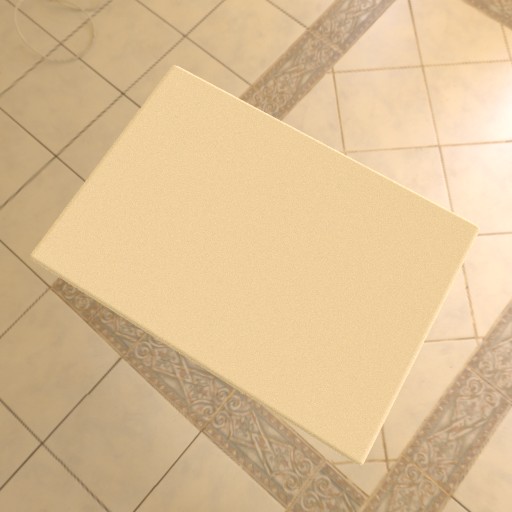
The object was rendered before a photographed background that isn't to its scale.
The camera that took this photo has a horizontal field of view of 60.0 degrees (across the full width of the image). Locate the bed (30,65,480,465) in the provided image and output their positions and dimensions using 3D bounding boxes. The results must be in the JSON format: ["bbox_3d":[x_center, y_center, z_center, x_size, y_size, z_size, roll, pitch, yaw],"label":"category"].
[{"bbox_3d":[0.000,0.000,2.559,1.927,0.616,1.348,30,78,7],"label":"bed"}]
